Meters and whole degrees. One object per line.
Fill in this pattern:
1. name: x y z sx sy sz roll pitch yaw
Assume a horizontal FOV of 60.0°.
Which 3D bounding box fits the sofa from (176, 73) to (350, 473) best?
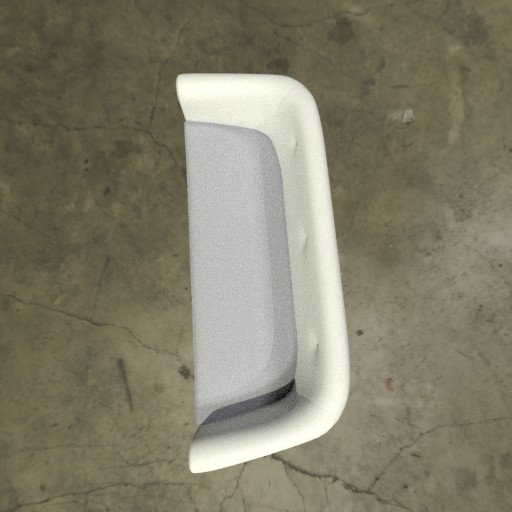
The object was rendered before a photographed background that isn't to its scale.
1. sofa: 0.000 0.000 2.544 0.827 0.795 2.160 -4 76 -1
